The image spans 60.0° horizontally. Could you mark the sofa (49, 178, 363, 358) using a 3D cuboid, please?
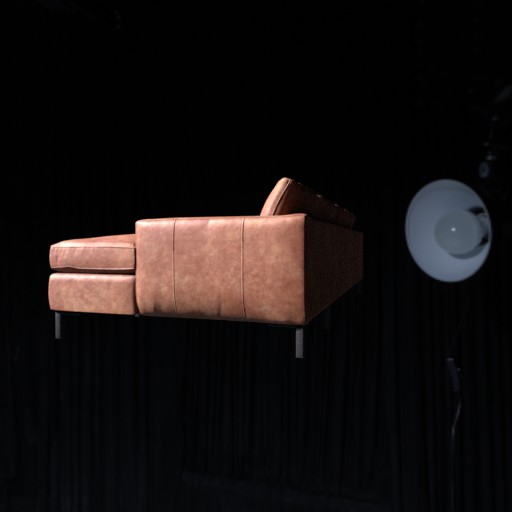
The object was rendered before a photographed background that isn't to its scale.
[{"bbox_3d":[0.000,0.000,3.627,1.471,0.859,2.993,1,2,19],"label":"sofa"}]
